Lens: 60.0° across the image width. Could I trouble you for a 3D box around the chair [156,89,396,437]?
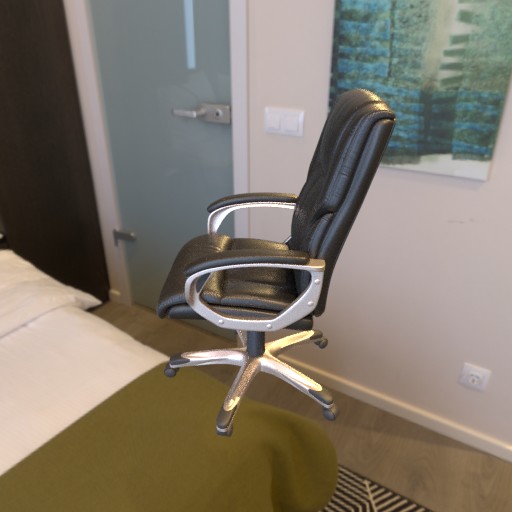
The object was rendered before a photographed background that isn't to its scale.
[{"bbox_3d":[0.000,0.000,1.638,0.780,1.145,0.700,1,26,2],"label":"chair"}]
